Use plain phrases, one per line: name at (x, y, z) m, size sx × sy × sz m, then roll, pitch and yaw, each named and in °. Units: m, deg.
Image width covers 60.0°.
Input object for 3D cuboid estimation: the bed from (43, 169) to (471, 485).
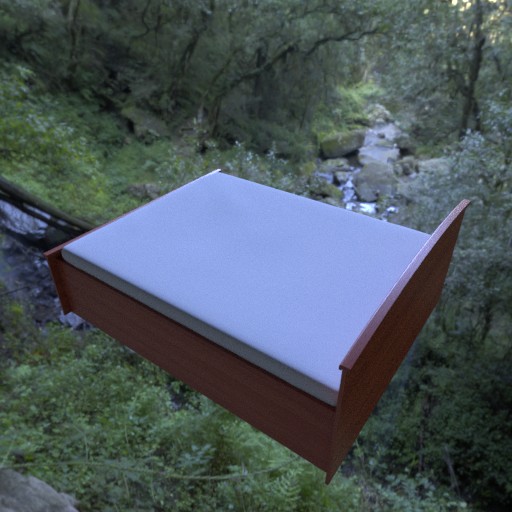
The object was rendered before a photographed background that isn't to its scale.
bed at (0.000, 0.000, 2.858) m, size 2.053 × 0.848 × 1.683 m, roll 22°, pitch 39°, yaw 29°
